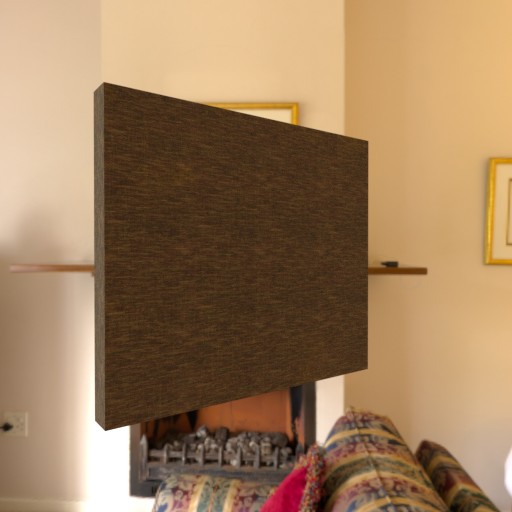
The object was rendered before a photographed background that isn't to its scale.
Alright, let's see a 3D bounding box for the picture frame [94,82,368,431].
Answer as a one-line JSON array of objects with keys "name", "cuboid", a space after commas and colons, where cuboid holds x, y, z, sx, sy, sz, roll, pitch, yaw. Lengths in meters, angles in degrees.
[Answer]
[{"name": "picture frame", "cuboid": [0.000, 0.000, 0.543, 0.378, 0.330, 0.033, 0, 1, -36]}]
